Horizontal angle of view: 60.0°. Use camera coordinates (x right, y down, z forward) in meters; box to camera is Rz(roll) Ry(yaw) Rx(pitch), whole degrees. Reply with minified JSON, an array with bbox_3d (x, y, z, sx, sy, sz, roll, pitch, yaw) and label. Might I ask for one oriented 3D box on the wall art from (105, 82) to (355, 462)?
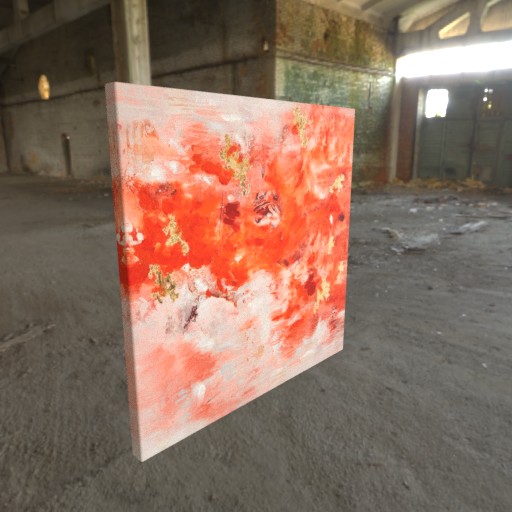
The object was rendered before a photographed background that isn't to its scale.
[{"bbox_3d":[0.000,0.000,1.115,0.064,0.746,0.747,13,19,43],"label":"wall art"}]
